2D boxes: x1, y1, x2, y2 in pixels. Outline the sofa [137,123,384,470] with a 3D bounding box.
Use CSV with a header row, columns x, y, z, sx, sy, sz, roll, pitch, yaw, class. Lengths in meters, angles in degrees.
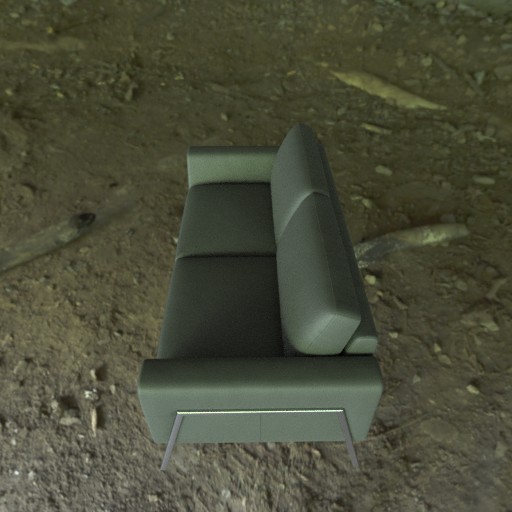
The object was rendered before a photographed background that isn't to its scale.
x,y,z,sx,sy,sz,roll,pitch,yaw,class
0.000,0.000,2.540,0.953,0.875,2.017,-1,41,-1,sofa
